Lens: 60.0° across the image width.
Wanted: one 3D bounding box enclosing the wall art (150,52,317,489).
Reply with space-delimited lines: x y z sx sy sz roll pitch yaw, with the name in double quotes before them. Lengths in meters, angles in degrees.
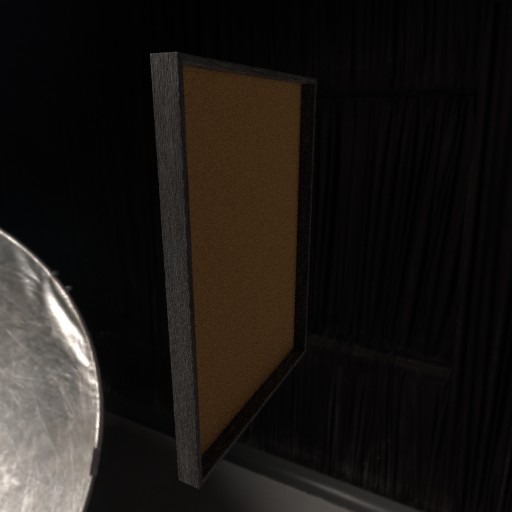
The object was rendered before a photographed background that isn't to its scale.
"wall art" 0.000 0.000 1.306 0.063 1.016 0.762 9 20 25
